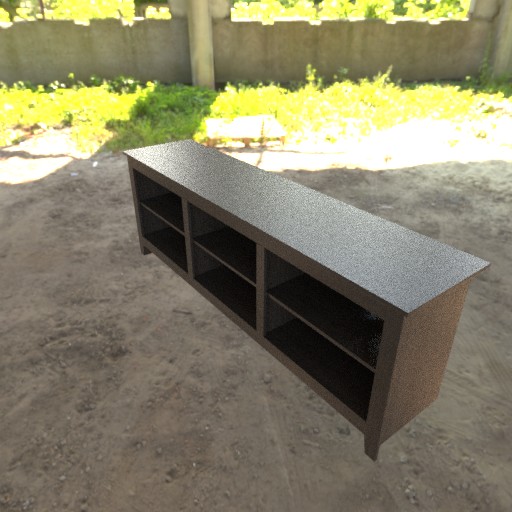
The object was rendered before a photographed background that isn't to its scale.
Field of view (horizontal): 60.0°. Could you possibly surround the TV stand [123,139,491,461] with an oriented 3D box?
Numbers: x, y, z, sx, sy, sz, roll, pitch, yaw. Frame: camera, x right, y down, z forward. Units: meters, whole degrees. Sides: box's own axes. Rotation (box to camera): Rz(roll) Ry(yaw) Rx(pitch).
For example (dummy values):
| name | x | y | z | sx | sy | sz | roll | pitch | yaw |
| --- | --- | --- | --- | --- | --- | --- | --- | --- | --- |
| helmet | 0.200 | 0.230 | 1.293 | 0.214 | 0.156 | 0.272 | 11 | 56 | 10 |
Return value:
| name | x | y | z | sx | sy | sz | roll | pitch | yaw |
| --- | --- | --- | --- | --- | --- | --- | --- | --- | --- |
| TV stand | 0.000 | 0.000 | 1.980 | 0.406 | 0.610 | 1.778 | -21 | 36 | -32 |
